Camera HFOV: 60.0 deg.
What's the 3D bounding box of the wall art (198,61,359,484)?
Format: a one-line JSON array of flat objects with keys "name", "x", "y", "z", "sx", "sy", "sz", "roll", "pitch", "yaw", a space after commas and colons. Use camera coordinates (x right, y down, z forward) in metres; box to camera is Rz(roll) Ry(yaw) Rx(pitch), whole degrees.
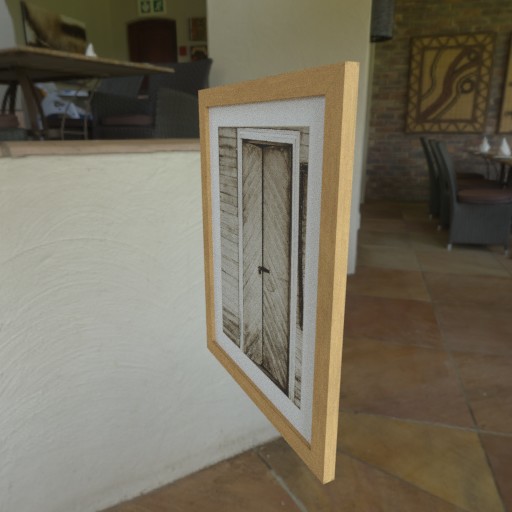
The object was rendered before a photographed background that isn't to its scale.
[{"name": "wall art", "x": 0.000, "y": 0.000, "z": 0.758, "sx": 0.020, "sy": 0.561, "sz": 0.460, "roll": -8, "pitch": 18, "yaw": -26}]
